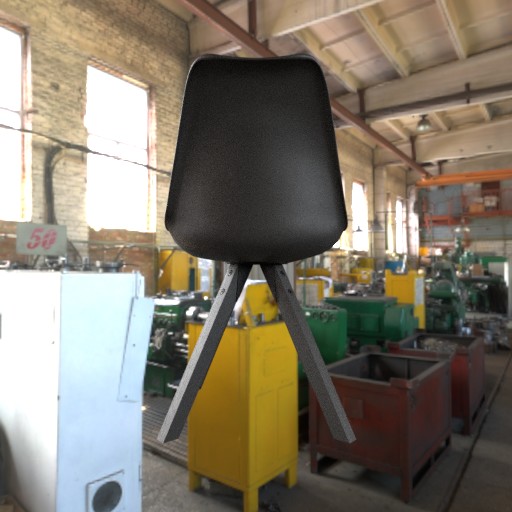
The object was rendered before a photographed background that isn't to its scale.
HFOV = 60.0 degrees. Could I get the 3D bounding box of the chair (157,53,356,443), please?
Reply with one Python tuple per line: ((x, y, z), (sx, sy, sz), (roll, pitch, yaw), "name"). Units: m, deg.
((0.000, 0.000, 1.194), (0.485, 0.850, 0.550), (0, -1, 0), "chair")
